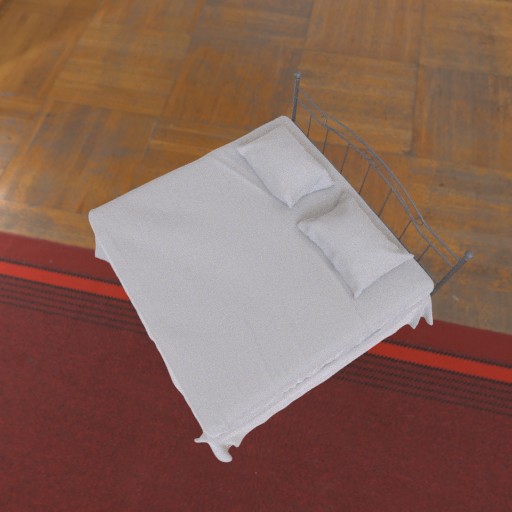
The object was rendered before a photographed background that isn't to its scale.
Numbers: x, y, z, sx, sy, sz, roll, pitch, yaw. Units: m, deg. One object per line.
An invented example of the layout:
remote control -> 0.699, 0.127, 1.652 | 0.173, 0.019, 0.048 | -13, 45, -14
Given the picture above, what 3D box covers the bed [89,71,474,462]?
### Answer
bed -> 0.000, 0.000, 3.506 | 2.220, 1.080, 2.309 | -30, 68, -14
